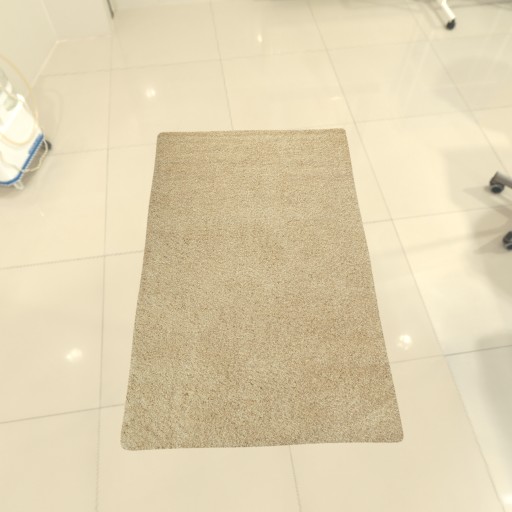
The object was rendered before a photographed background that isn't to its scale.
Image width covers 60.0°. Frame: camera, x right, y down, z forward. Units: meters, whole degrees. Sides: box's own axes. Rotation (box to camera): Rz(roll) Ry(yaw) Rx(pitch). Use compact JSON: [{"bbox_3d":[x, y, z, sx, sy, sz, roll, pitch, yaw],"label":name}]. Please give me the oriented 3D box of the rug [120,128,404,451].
[{"bbox_3d":[0.000,0.000,2.940,1.500,0.025,2.349,-1,59,-1],"label":"rug"}]
